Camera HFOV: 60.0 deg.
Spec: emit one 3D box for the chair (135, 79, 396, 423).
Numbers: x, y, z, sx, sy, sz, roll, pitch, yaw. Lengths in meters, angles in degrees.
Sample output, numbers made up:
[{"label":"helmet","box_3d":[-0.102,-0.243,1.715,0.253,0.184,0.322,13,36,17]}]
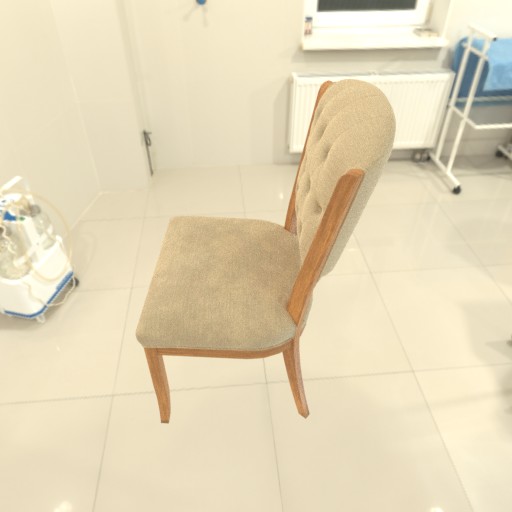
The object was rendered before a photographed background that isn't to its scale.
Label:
[{"label":"chair","box_3d":[0.000,0.000,1.239,0.584,0.905,0.513,1,40,1]}]
